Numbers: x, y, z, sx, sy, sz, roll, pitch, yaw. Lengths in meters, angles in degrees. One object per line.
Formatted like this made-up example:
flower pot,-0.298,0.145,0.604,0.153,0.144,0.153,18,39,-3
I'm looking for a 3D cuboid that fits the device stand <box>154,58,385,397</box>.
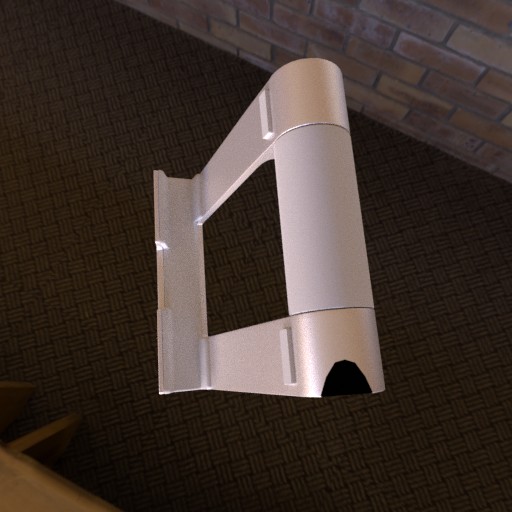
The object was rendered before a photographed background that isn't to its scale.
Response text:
device stand,0.000,0.000,0.148,0.079,0.084,0.086,-4,77,-1
